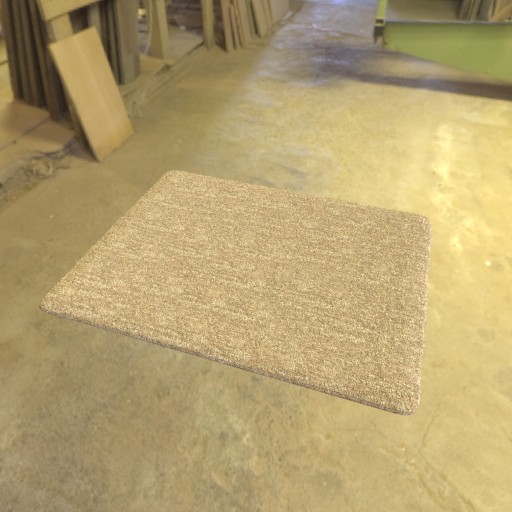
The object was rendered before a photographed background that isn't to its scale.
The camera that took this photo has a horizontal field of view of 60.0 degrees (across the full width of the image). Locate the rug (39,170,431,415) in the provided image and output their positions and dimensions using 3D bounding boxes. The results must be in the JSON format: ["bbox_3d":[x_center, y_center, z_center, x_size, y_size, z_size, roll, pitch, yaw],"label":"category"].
[{"bbox_3d":[0.000,0.000,3.839,2.873,0.050,2.242,12,42,14],"label":"rug"}]
